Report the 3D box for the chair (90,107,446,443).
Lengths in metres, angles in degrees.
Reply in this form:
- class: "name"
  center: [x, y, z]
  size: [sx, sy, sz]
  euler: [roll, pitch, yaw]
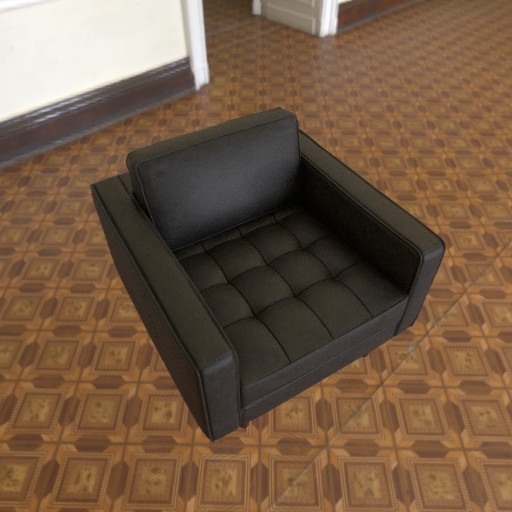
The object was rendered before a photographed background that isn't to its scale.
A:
- class: "chair"
  center: [0.000, 0.000, 1.619]
  size: [0.889, 0.763, 0.914]
  euler: [-23, 50, -21]
